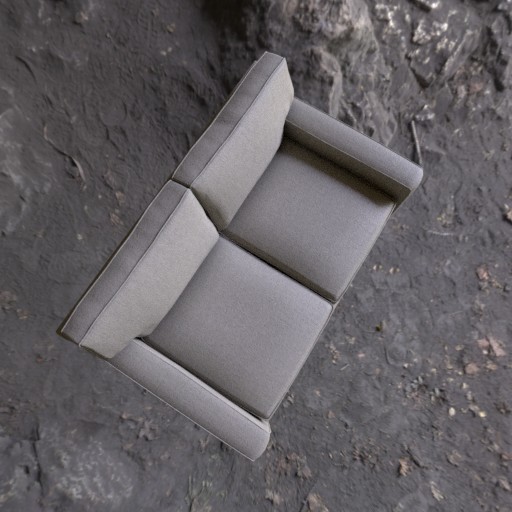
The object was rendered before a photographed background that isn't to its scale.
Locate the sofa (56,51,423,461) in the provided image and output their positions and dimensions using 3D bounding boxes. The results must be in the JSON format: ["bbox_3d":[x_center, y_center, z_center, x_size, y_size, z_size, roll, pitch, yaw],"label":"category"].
[{"bbox_3d":[0.000,0.000,2.061,0.940,0.853,1.484,31,78,8],"label":"sofa"}]
